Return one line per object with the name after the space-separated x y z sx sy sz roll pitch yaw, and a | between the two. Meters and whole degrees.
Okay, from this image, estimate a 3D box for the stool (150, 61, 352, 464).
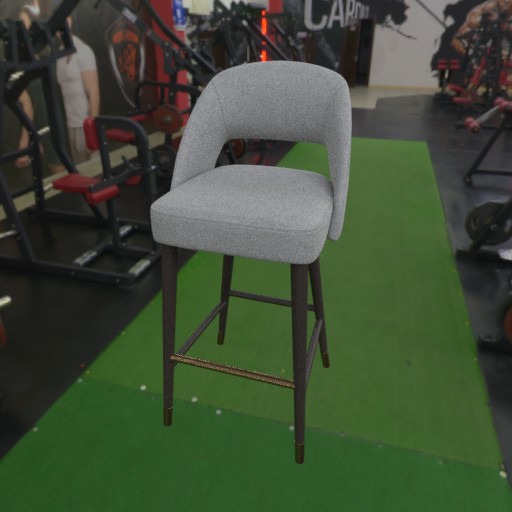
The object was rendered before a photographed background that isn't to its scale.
0.000 0.000 1.317 0.494 1.037 0.509 9 28 16 | stool
